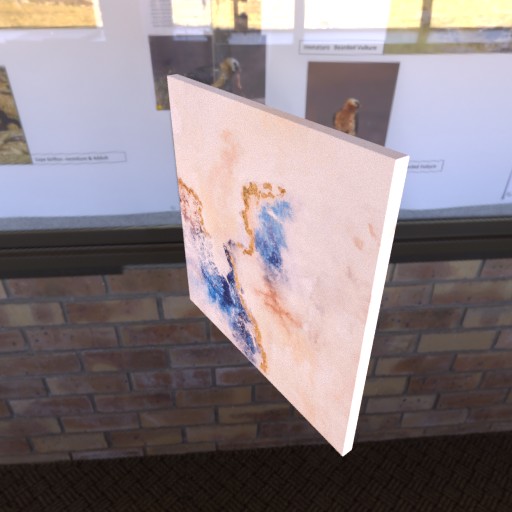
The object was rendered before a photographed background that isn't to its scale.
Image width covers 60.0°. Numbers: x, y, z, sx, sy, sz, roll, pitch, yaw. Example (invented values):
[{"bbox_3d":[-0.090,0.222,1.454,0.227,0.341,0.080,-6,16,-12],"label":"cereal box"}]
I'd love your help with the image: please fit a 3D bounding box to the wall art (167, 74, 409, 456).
[{"bbox_3d":[0.000,0.000,1.333,0.038,0.889,0.889,-22,39,-30],"label":"wall art"}]
